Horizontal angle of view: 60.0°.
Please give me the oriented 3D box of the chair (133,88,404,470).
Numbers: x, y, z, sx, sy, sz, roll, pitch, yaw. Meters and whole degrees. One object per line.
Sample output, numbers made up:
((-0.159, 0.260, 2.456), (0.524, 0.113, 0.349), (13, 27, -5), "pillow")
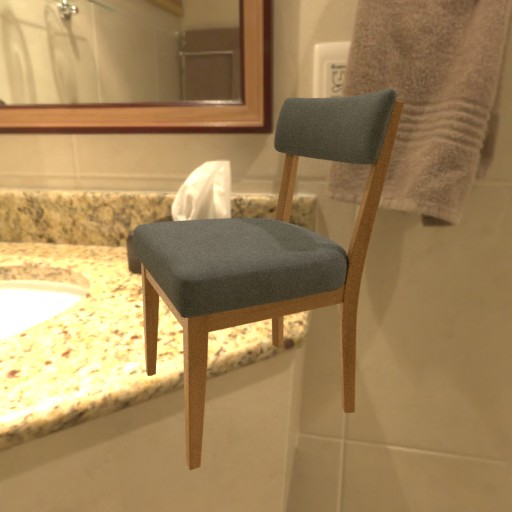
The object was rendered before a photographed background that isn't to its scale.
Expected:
((0.000, 0.000, 1.194), (0.572, 0.832, 0.508), (-8, 19, -24), "chair")
